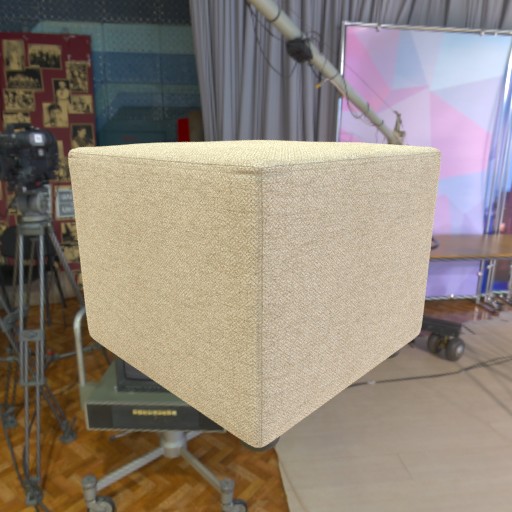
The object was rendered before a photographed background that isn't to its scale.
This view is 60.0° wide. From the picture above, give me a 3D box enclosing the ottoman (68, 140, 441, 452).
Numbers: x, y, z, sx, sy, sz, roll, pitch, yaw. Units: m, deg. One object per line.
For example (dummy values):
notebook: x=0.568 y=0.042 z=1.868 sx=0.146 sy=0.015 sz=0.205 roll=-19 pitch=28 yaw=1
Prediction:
ottoman: x=0.000 y=0.000 z=0.869 sx=0.508 sy=0.432 sz=0.508 roll=15 pitch=22 yaw=42
